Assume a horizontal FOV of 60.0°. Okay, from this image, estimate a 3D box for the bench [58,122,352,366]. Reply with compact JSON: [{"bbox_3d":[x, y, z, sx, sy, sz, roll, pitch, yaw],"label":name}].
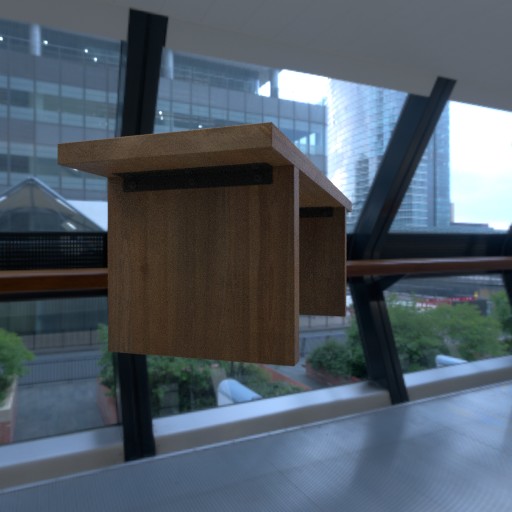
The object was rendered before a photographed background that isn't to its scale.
[{"bbox_3d":[0.000,0.000,1.393,0.458,0.458,1.183,0,0,19],"label":"bench"}]
